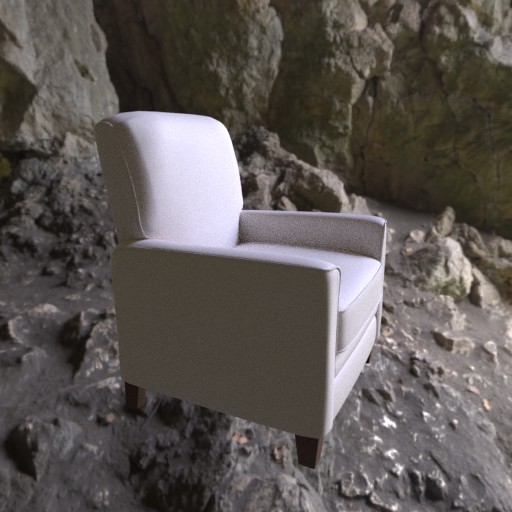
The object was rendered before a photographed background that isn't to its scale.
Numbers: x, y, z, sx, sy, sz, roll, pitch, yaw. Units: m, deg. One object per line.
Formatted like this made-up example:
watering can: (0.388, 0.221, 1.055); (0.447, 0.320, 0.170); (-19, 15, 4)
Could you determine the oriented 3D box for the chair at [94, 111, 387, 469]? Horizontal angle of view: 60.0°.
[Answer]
chair: (0.000, 0.000, 1.647); (0.858, 1.028, 0.841); (7, 17, 25)
